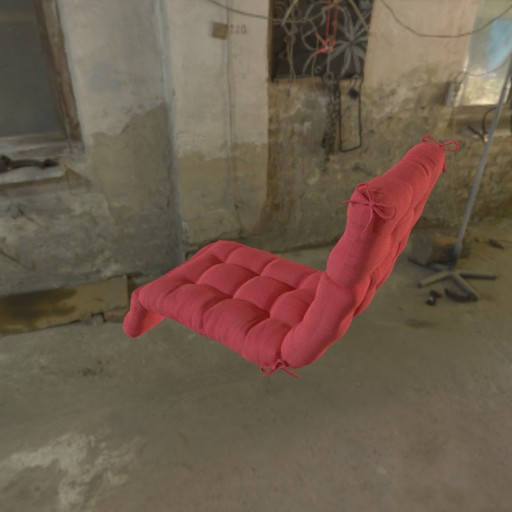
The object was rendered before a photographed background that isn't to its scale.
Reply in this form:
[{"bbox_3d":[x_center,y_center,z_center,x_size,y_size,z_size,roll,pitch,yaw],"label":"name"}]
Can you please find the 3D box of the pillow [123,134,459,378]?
[{"bbox_3d":[0.000,0.000,1.498,1.016,0.863,0.526,20,36,30],"label":"pillow"}]
